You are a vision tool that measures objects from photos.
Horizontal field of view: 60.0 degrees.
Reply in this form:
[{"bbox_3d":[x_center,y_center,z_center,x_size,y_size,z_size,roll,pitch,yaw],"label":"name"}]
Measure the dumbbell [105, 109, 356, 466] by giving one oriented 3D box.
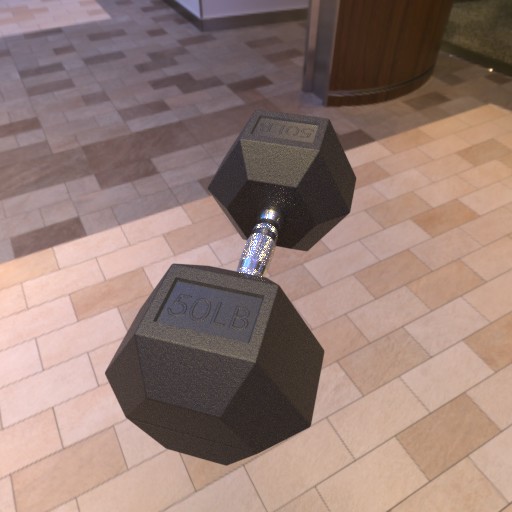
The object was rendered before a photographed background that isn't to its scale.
[{"bbox_3d":[0.000,0.000,0.459,0.173,0.150,0.384,11,47,10],"label":"dumbbell"}]
